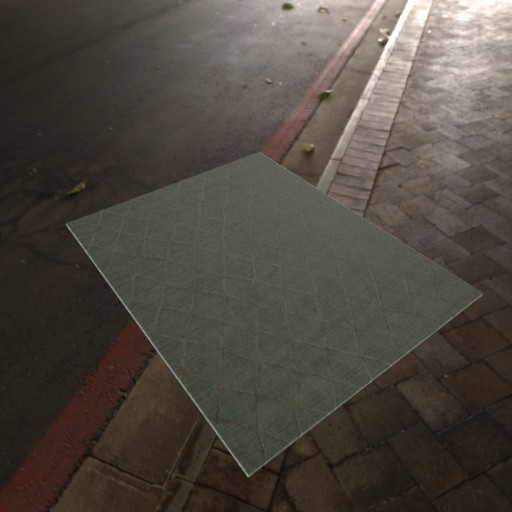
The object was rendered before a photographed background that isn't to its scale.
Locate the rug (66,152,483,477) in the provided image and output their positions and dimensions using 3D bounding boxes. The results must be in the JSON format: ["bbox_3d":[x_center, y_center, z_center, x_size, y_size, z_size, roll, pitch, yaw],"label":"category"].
[{"bbox_3d":[0.000,0.000,4.027,2.420,0.019,3.039,-27,48,-27],"label":"rug"}]
